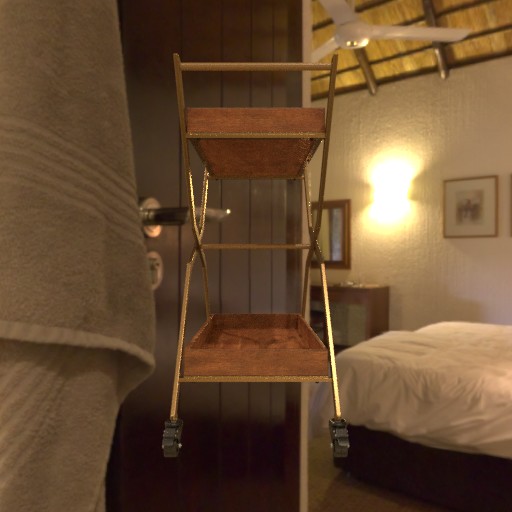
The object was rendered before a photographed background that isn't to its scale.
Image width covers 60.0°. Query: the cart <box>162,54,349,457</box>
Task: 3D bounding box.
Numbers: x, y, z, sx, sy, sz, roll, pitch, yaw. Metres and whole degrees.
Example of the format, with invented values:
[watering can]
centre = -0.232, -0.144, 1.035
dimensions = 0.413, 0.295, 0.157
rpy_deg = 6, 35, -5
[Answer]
[cart]
centre = 0.000, 0.000, 1.331
dimensions = 0.405, 0.869, 0.836
rpy_deg = 0, 0, 0
